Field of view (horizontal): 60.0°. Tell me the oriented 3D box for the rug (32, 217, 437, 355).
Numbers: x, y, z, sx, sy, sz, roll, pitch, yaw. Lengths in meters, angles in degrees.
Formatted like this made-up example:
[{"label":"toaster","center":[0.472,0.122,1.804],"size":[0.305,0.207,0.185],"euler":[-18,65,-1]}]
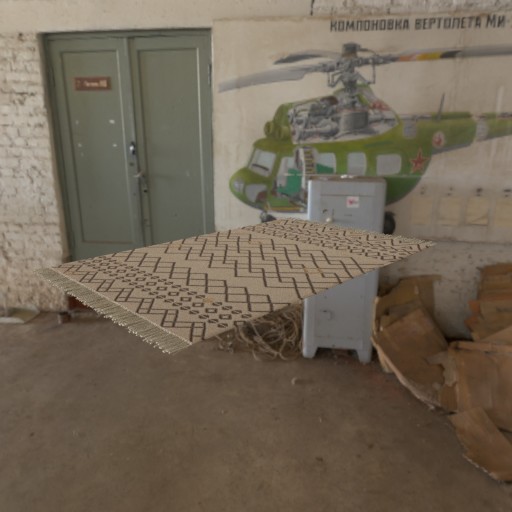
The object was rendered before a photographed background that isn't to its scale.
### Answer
[{"label":"rug","center":[0.000,0.000,2.513],"size":[2.023,0.028,1.224],"euler":[-15,22,-43]}]
